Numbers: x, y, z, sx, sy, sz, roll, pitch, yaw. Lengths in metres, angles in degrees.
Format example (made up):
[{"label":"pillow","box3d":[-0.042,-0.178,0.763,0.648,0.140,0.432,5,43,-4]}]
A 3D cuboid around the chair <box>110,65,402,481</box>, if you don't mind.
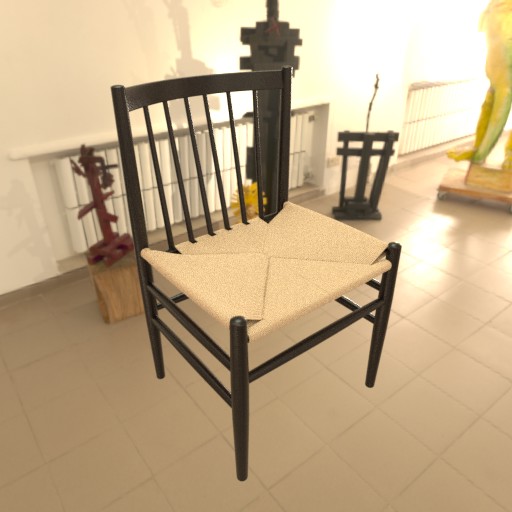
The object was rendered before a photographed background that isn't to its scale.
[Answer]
[{"label":"chair","box3d":[0.000,0.000,1.116,0.495,0.818,0.516,-22,37,-32]}]
